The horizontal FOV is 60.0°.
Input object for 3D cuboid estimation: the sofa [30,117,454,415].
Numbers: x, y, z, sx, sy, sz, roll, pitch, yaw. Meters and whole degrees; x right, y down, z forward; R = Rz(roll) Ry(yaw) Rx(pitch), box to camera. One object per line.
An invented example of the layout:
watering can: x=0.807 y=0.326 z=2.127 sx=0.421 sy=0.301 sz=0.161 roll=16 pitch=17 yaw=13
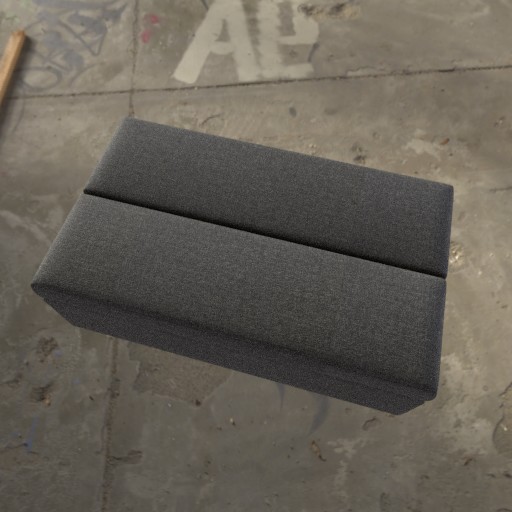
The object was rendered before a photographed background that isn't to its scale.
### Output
sofa: x=0.000 y=0.000 z=1.577 sx=1.198 sy=0.417 sz=0.782 roll=14 pitch=63 yaw=7
